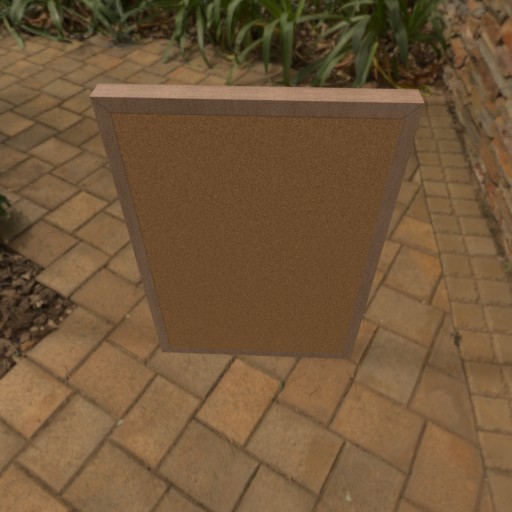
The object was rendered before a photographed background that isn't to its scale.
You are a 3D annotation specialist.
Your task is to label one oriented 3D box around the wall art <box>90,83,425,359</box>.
[{"bbox_3d":[0.000,0.000,0.663,0.356,0.509,0.031,2,46,2],"label":"wall art"}]
